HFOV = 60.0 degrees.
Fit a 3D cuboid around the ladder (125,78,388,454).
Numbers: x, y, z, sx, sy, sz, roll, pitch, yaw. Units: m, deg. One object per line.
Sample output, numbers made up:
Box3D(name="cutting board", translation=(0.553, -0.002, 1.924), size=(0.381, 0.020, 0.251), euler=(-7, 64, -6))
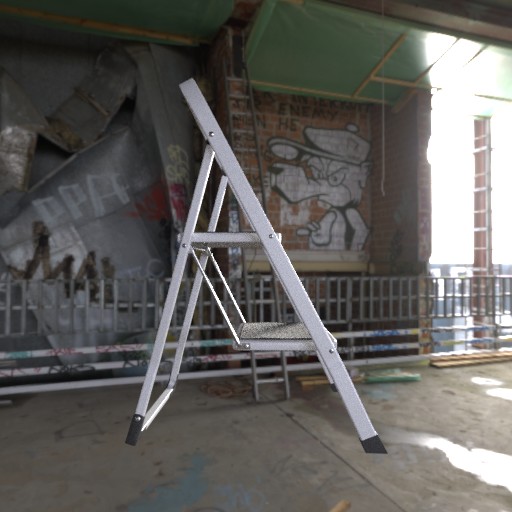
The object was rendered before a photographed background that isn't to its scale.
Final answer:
Box3D(name="ladder", translation=(0.000, 0.000, 1.139), size=(0.544, 0.810, 0.460), euler=(0, -1, 1))
